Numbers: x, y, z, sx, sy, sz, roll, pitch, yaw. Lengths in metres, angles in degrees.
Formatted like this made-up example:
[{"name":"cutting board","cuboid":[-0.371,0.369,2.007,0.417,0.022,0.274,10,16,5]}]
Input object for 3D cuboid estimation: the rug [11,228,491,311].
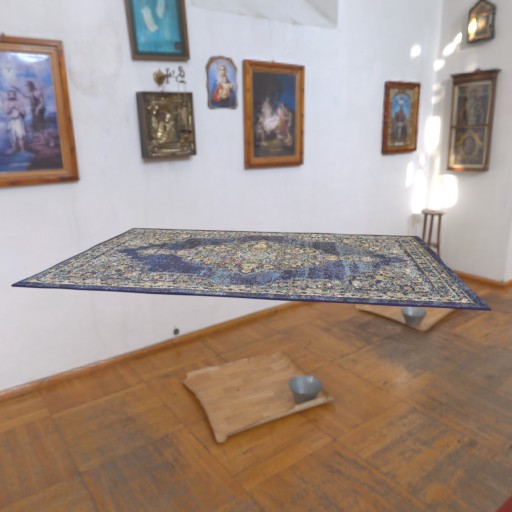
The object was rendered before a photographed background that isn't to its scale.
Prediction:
[{"name":"rug","cuboid":[0.000,0.000,2.181,1.781,0.012,1.184,2,15,8]}]
